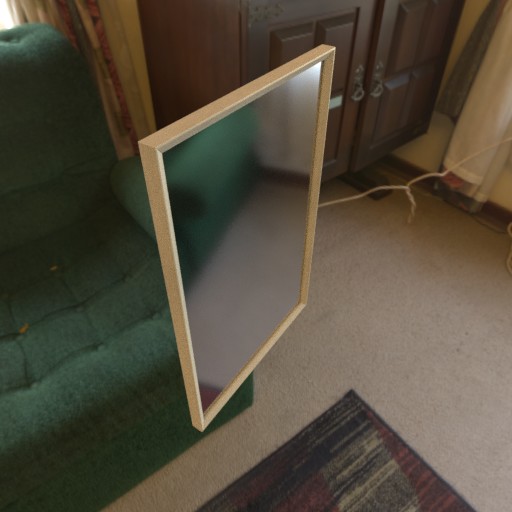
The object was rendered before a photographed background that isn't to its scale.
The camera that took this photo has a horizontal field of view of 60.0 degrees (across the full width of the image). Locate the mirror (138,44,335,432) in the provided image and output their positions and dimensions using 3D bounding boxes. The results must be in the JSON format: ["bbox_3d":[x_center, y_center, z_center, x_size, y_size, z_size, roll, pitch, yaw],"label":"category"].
[{"bbox_3d":[0.000,0.000,1.186,0.041,0.915,0.609,25,47,25],"label":"mirror"}]
